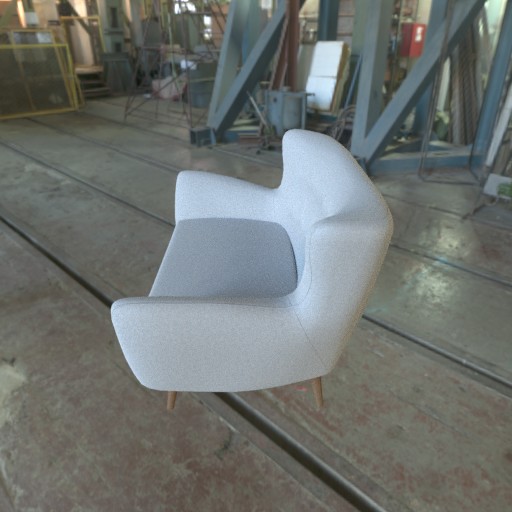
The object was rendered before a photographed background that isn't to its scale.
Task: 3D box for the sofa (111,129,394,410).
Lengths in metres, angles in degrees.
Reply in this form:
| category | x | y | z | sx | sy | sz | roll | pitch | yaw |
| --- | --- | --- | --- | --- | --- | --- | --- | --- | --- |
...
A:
| category | x | y | z | sx | sy | sz | roll | pitch | yaw |
| --- | --- | --- | --- | --- | --- | --- | --- | --- | --- |
| sofa | 0.000 | 0.000 | 2.018 | 0.921 | 0.878 | 1.424 | 0 | 27 | 0 |
